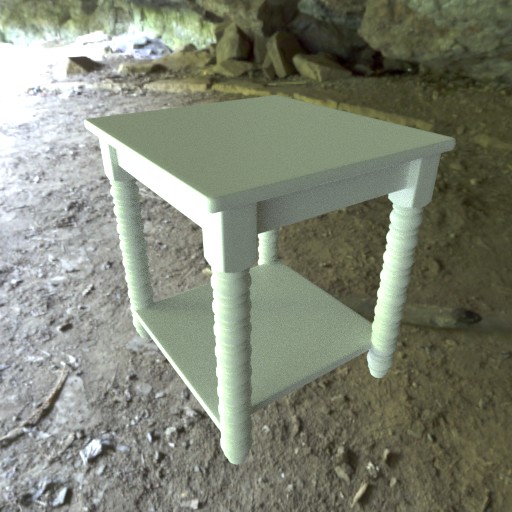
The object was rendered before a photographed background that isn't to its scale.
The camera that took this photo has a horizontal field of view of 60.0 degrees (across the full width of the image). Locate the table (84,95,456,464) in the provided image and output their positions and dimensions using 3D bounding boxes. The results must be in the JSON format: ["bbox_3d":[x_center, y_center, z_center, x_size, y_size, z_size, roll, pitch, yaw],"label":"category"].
[{"bbox_3d":[0.000,0.000,0.985,0.500,0.563,0.533,-19,35,-30],"label":"table"}]
